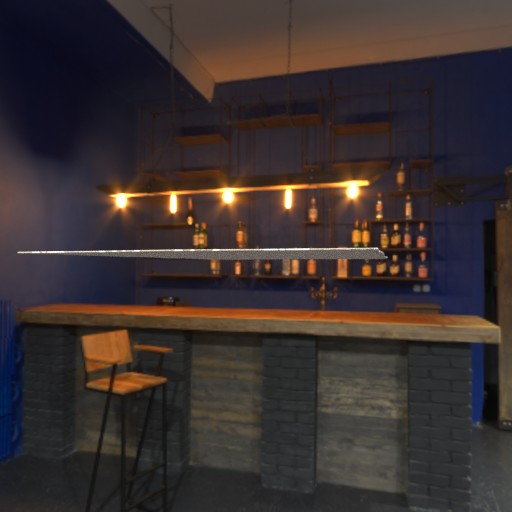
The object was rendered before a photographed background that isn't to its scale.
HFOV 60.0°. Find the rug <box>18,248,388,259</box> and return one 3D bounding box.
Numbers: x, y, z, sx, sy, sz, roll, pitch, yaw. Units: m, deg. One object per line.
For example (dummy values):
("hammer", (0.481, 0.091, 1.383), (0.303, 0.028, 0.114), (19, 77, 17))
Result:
("rug", (0.000, 0.000, 2.710), (1.524, 0.013, 2.135), (0, -1, 17))
